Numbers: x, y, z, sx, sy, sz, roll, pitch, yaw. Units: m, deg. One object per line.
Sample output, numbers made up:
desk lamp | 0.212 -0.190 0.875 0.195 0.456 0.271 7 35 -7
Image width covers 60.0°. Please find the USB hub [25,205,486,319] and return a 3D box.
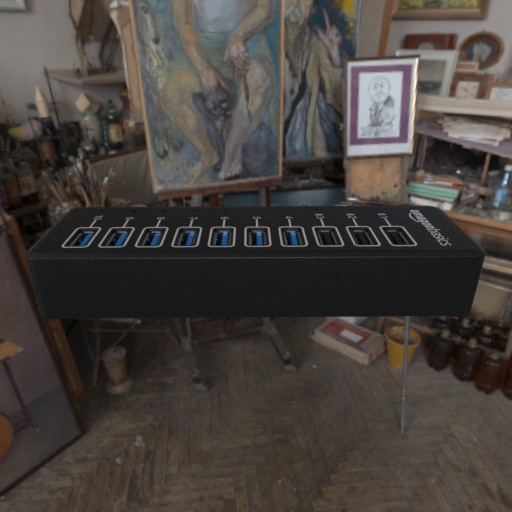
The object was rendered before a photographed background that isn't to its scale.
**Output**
USB hub | 0.000 0.000 0.160 0.145 0.023 0.044 0 27 -1
